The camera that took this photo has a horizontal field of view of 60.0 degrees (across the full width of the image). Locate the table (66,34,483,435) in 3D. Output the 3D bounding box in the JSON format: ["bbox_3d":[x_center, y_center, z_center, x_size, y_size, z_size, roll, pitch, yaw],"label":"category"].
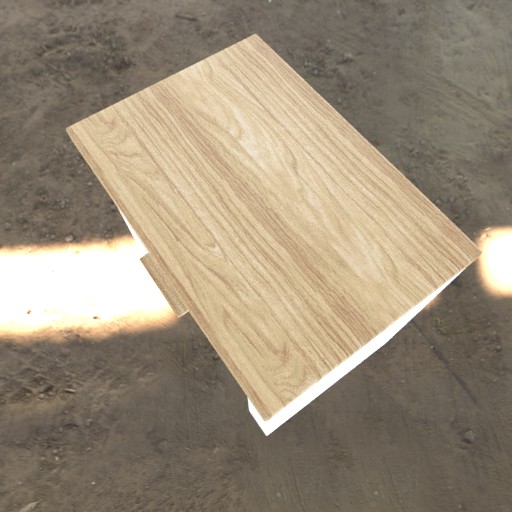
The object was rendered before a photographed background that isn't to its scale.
[{"bbox_3d":[0.000,0.000,0.808,0.360,0.440,0.500,-33,69,-14],"label":"table"}]
